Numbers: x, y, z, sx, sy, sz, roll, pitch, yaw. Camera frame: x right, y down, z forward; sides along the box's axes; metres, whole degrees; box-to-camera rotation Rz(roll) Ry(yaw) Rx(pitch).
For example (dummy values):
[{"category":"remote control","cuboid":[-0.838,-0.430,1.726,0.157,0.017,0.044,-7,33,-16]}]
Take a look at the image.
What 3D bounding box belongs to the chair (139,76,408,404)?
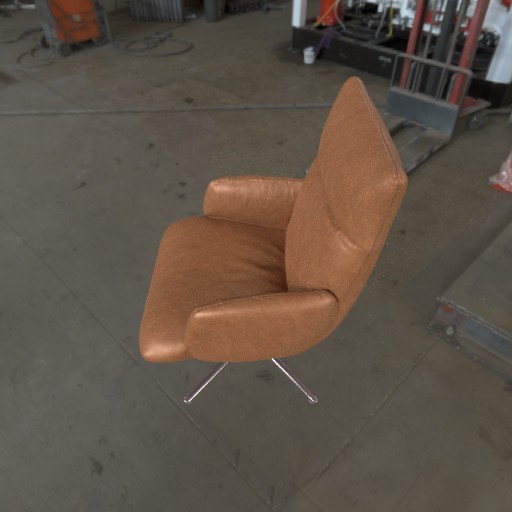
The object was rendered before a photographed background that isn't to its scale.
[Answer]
[{"category":"chair","cuboid":[0.000,0.000,1.549,0.794,1.027,0.711,0,42,0]}]
